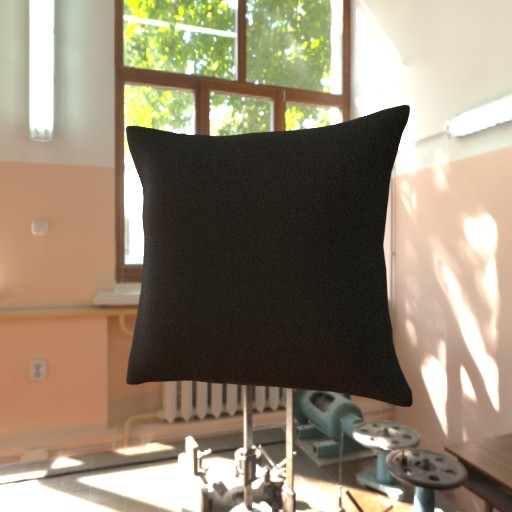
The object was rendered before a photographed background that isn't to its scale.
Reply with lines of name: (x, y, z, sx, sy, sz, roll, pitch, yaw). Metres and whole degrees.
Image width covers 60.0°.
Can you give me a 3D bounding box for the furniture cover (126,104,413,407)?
furniture cover: (0.000, 0.000, 0.785, 0.525, 0.498, 0.180, 0, 0, 16)
